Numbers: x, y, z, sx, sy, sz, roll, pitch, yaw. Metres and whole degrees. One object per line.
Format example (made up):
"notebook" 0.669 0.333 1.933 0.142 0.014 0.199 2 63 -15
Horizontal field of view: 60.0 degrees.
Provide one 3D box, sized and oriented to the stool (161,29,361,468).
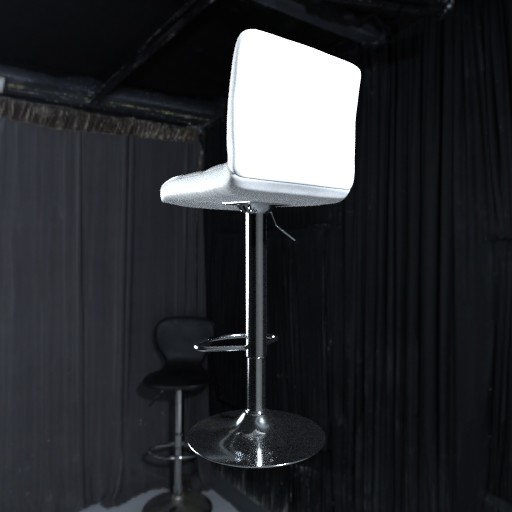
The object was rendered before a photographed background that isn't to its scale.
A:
"stool" 0.000 0.000 1.369 0.430 1.115 0.505 0 1 -36
